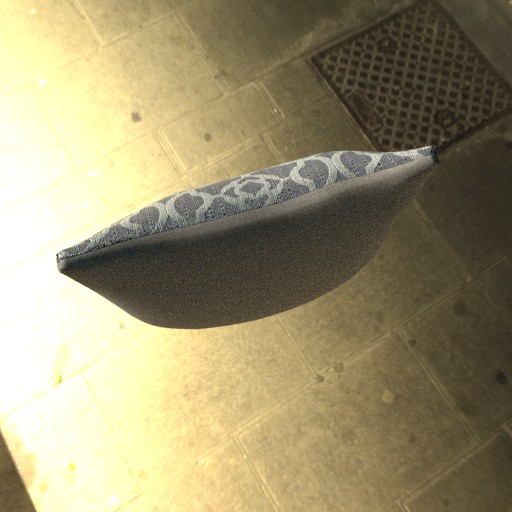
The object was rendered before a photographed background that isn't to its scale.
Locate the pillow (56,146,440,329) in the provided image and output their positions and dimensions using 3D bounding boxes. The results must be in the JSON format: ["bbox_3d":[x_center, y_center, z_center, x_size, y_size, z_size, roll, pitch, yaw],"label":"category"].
[{"bbox_3d":[0.000,0.000,0.793,0.508,0.498,0.215,-17,76,-4],"label":"pillow"}]
